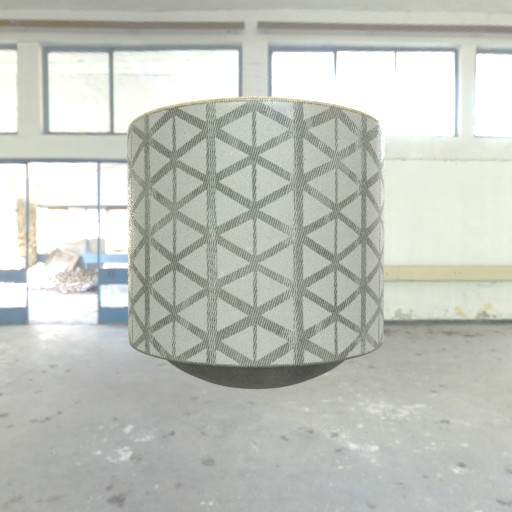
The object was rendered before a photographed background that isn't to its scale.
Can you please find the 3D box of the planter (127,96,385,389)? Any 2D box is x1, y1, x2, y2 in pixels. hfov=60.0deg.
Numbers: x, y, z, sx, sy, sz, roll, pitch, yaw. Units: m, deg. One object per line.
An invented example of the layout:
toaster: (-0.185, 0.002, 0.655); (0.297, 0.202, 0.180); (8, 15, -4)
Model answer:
planter: (0.000, 0.000, 0.450); (0.250, 0.239, 0.250); (0, 1, 0)
